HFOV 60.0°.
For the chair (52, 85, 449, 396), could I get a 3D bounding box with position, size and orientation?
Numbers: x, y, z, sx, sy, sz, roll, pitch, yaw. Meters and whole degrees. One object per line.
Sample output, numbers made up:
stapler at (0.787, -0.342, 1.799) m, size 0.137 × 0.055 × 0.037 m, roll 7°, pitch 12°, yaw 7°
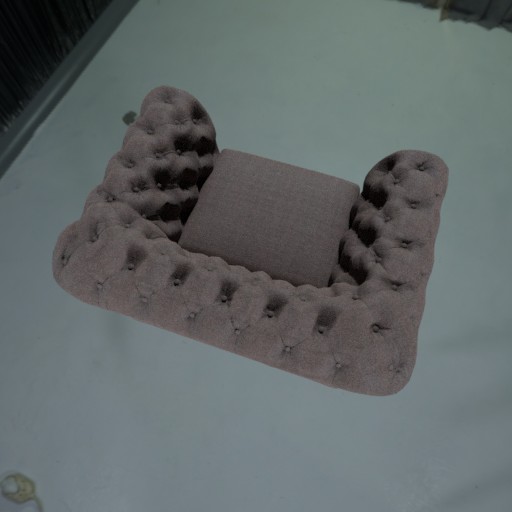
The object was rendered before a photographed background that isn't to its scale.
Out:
chair at (0.000, 0.000, 1.873) m, size 1.298 × 0.780 × 0.945 m, roll 17°, pitch 65°, yaw 8°
